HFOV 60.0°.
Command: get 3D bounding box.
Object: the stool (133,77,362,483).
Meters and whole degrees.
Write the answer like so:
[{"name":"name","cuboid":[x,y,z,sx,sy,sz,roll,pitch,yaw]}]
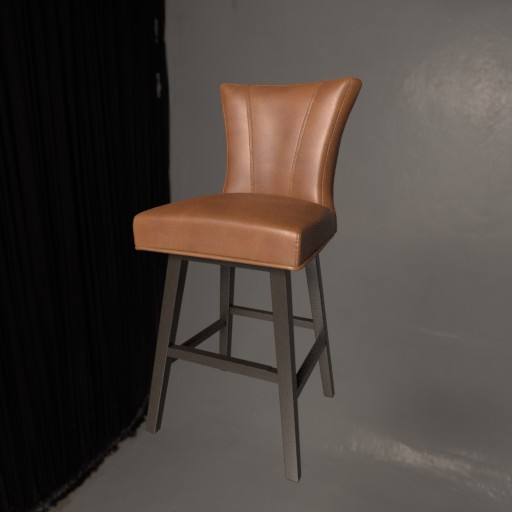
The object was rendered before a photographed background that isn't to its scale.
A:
[{"name":"stool","cuboid":[0.000,0.000,1.422,0.522,1.094,0.585,7,17,24]}]
